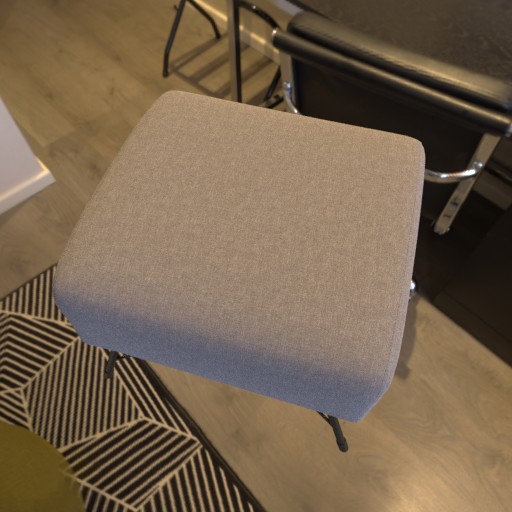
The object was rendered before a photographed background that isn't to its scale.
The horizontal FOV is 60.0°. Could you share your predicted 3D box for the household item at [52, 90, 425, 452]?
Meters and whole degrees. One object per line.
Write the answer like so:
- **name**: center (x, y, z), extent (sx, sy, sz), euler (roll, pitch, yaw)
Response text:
- **household item**: center (0.000, 0.000, 0.865), extent (0.530, 0.410, 0.530), euler (14, 60, 8)
